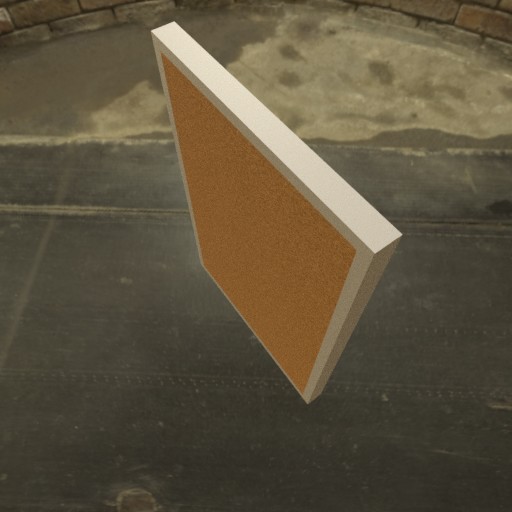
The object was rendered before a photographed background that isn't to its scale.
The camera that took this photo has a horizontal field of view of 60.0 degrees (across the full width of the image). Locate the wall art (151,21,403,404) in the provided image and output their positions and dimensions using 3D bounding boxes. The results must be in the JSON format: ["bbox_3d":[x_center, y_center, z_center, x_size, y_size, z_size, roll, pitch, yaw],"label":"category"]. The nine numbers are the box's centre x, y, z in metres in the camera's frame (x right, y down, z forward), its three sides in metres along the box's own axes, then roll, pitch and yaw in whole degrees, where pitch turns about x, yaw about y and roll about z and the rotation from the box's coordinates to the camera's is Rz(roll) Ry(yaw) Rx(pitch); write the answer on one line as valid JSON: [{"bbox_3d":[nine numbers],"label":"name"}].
[{"bbox_3d":[0.000,0.000,0.815,0.038,0.657,0.450,-32,64,-17],"label":"wall art"}]
